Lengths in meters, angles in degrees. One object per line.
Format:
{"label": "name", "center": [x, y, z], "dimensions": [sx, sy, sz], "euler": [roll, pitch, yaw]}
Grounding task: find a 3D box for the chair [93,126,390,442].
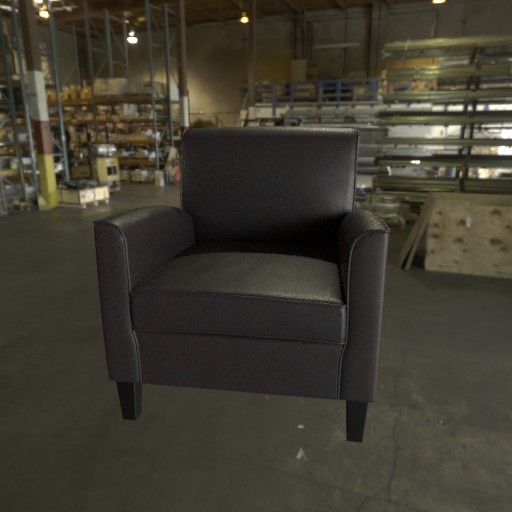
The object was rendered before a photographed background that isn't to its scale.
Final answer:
{"label": "chair", "center": [0.000, 0.000, 1.600], "dimensions": [0.820, 0.916, 0.819], "euler": [2, 15, 8]}
